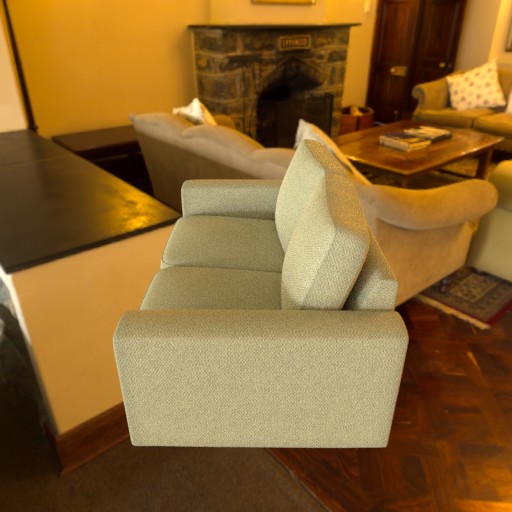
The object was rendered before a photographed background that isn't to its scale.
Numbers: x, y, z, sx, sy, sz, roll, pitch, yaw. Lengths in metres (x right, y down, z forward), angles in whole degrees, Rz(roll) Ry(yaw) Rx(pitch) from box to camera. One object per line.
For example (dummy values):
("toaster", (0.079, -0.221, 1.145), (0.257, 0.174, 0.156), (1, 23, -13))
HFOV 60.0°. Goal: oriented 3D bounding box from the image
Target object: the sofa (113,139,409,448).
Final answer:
("sofa", (0.000, 0.000, 2.207), (1.016, 0.873, 1.616), (0, 28, 0))
